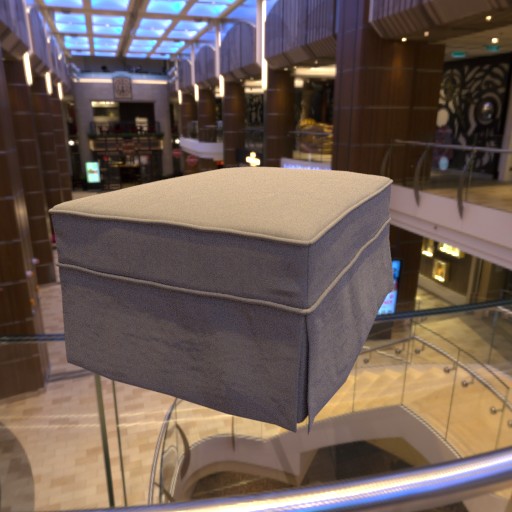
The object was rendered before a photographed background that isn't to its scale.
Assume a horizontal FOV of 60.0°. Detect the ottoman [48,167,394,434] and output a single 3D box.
[{"bbox_3d":[0.000,0.000,1.334,0.703,0.479,0.944,8,19,24],"label":"ottoman"}]
